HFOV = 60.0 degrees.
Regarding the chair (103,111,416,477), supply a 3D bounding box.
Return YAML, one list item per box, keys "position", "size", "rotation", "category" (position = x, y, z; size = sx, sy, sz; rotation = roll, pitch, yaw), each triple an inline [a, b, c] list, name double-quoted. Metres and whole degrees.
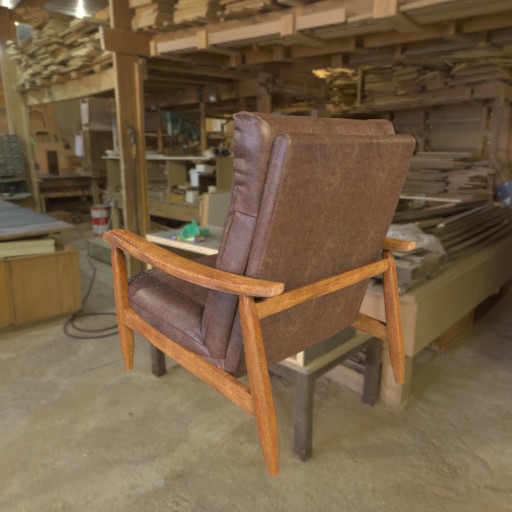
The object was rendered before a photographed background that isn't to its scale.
- position: [0.000, 0.000, 1.521]
  size: [0.782, 0.897, 0.830]
  rotation: [-13, 20, -42]
  category: "chair"
